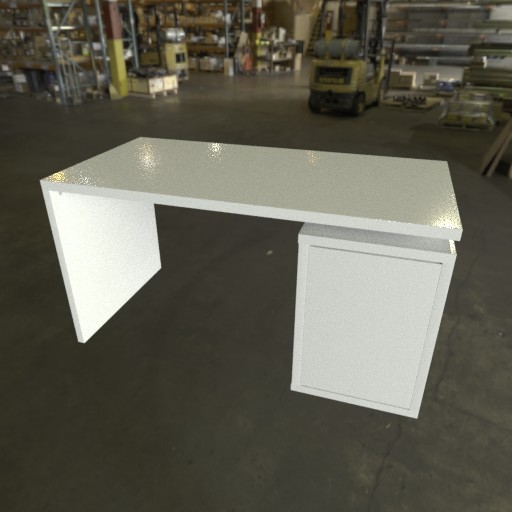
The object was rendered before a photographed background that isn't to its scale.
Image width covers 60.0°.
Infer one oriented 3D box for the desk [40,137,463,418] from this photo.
[{"bbox_3d":[0.000,0.000,1.860,1.400,0.740,0.690,8,29,15],"label":"desk"}]
